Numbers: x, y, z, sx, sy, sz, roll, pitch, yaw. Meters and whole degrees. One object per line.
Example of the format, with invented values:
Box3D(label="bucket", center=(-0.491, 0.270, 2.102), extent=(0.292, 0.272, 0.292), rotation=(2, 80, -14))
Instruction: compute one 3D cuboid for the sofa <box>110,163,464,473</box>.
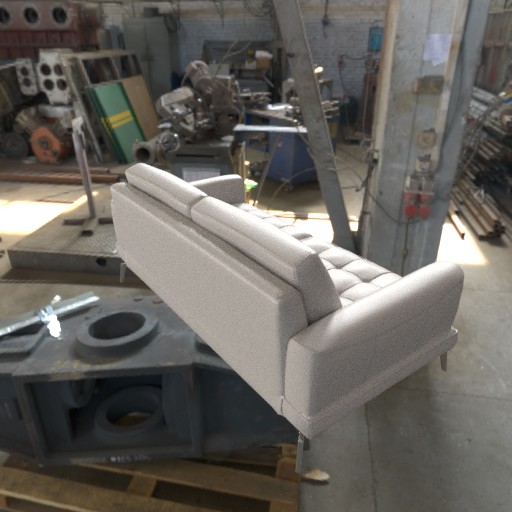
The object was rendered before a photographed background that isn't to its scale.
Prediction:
Box3D(label="sofa", center=(0.000, 0.000, 2.736), extent=(1.121, 0.930, 2.177), rotation=(-18, 32, -32))
